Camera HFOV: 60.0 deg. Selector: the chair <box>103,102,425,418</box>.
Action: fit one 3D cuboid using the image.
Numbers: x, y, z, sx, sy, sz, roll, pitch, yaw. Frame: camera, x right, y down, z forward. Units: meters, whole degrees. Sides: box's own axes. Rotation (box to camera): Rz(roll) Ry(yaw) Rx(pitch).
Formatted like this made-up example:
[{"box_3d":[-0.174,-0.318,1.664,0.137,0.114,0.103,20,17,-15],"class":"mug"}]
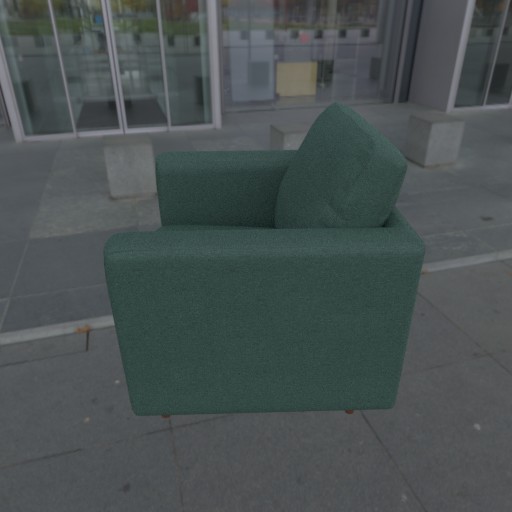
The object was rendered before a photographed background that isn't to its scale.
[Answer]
[{"box_3d":[0.000,0.000,1.508,0.800,0.927,0.855,-1,29,-1],"class":"chair"}]
